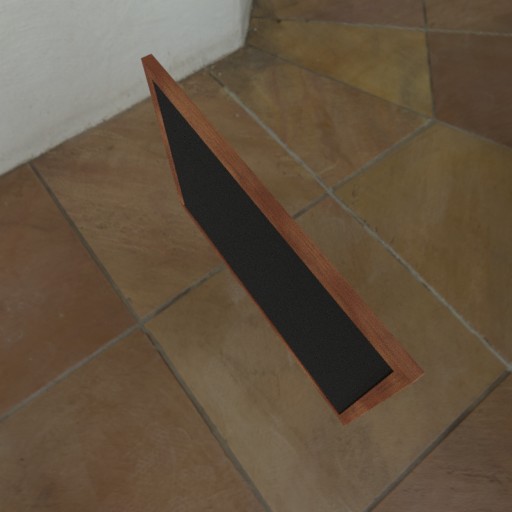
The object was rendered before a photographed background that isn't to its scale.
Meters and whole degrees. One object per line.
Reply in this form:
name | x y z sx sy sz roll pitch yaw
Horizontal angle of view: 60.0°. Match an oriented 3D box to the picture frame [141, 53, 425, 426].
picture frame | 0.000 0.000 1.199 0.029 0.640 0.950 -32 67 -15
